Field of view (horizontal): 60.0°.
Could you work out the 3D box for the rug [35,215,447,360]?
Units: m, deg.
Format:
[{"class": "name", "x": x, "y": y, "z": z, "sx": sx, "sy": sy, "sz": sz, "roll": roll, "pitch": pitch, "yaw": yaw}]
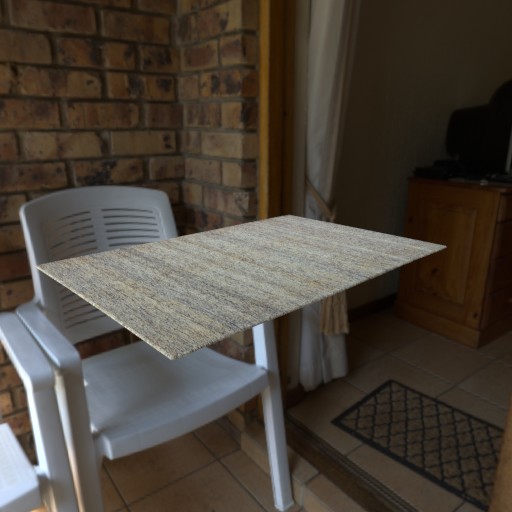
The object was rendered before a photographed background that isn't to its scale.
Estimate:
[{"class": "rug", "x": 0.000, "y": 0.000, "z": 2.367, "sx": 1.846, "sy": 0.014, "sz": 1.243, "roll": -15, "pitch": 22, "yaw": -41}]
